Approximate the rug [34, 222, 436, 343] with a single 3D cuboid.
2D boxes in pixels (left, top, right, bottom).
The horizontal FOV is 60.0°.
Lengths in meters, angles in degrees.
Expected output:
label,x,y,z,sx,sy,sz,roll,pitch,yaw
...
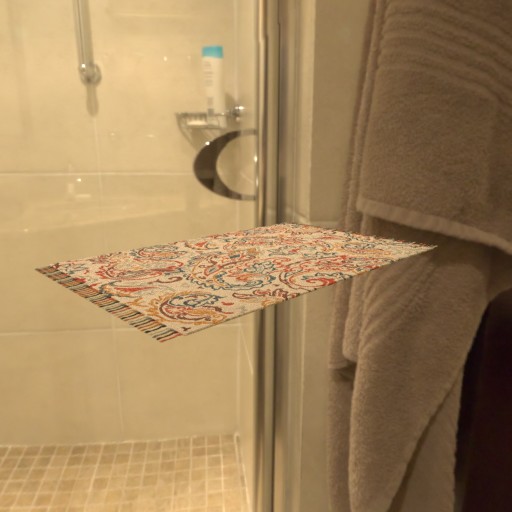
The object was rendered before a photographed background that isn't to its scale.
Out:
label,x,y,z,sx,sy,sz,roll,pitch,yaw
rug,0.000,0.000,2.503,1.997,0.010,1.218,-13,19,-42
